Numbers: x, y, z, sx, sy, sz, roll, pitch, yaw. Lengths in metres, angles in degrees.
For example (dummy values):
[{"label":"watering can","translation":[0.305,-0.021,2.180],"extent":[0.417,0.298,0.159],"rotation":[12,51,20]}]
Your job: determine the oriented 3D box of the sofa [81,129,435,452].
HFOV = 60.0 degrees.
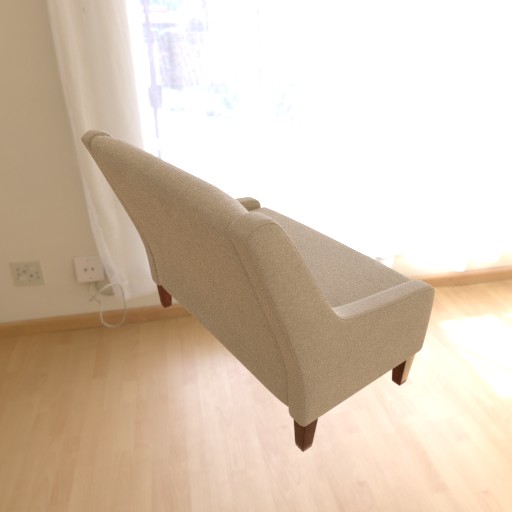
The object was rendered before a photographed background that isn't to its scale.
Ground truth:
[{"label":"sofa","translation":[0.000,0.000,1.894],"extent":[0.946,0.976,1.212],"rotation":[-19,34,-31]}]
